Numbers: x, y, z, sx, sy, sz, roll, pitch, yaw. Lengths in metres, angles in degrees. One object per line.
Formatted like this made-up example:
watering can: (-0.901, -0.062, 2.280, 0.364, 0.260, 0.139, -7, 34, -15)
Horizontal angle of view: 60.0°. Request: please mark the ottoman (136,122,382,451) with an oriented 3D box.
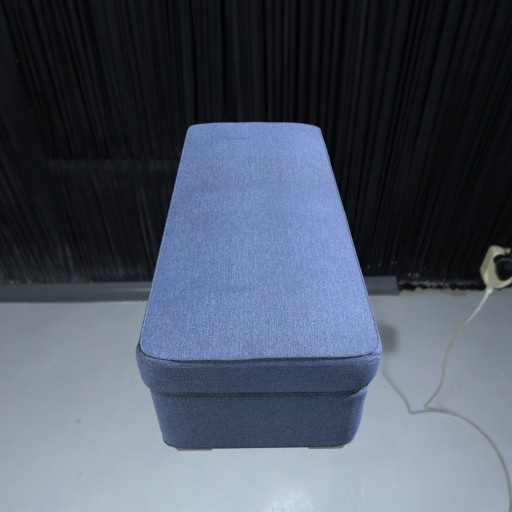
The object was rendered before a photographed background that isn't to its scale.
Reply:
ottoman: (0.000, 0.000, 1.419, 0.515, 0.460, 1.110, -1, 41, -1)
